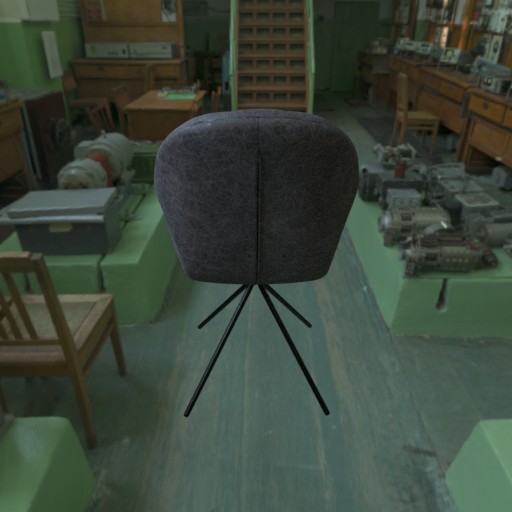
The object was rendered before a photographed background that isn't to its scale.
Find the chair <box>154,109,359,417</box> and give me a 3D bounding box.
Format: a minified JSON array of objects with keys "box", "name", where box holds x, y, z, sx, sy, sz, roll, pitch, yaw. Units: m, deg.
[{"box":[0.000,0.000,1.295,0.527,0.934,0.640,0,29,-1],"name":"chair"}]
